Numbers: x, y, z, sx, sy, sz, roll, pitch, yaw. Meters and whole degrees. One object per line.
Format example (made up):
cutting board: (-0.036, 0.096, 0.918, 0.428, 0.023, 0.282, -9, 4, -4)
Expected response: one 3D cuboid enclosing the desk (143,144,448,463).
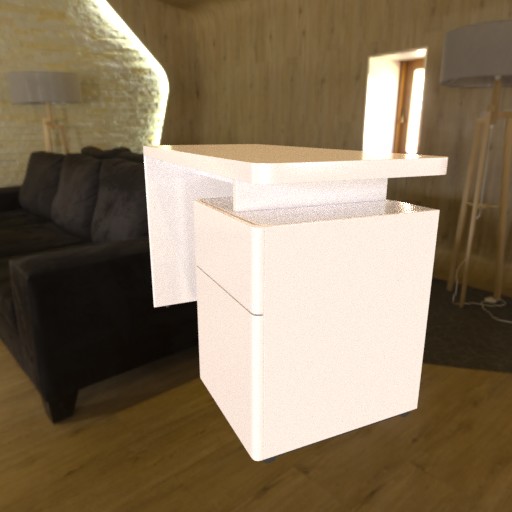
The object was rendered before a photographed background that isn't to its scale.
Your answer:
desk: (0.000, 0.000, 1.630, 0.550, 0.760, 1.200, -7, 17, -24)
